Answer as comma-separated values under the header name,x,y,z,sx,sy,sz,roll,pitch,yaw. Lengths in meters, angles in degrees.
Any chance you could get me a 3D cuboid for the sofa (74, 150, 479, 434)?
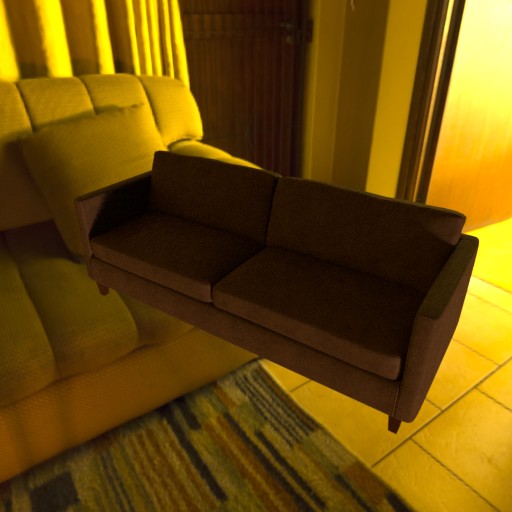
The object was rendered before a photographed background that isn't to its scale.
name,x,y,z,sx,sy,sz,roll,pitch,yaw
sofa,0.000,0.000,2.868,2.434,0.965,0.951,18,34,29
